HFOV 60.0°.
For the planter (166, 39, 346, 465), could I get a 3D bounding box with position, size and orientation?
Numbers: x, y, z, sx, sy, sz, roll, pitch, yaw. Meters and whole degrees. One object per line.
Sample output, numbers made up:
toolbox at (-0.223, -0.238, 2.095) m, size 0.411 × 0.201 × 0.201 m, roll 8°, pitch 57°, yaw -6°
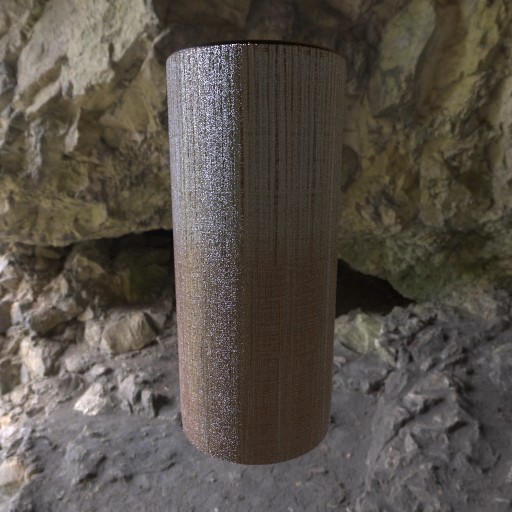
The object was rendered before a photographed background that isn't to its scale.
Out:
planter at (0.000, 0.000, 0.276) m, size 0.100 × 0.227 × 0.100 m, roll -2°, pitch 13°, yaw -10°
